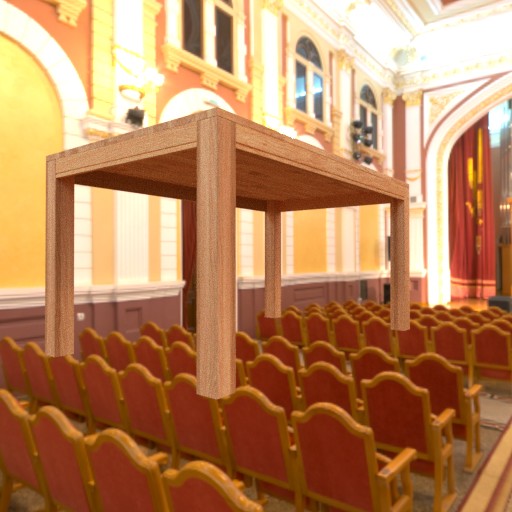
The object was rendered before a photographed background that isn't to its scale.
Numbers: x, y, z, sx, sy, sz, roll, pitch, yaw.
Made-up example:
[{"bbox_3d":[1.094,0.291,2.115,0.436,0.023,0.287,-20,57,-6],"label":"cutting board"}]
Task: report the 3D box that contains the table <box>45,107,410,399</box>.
[{"bbox_3d":[0.000,0.000,2.032,0.900,0.770,1.500,0,-1,38],"label":"table"}]
